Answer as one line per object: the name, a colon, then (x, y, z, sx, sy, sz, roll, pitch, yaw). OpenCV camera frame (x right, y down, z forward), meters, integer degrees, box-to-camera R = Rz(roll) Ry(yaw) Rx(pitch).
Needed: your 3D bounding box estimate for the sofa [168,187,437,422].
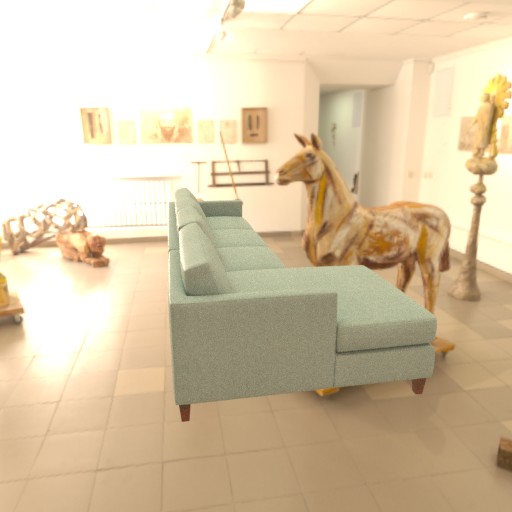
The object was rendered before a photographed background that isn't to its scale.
sofa: (0.000, 0.000, 4.132, 1.600, 0.953, 3.470, -3, 16, -10)
